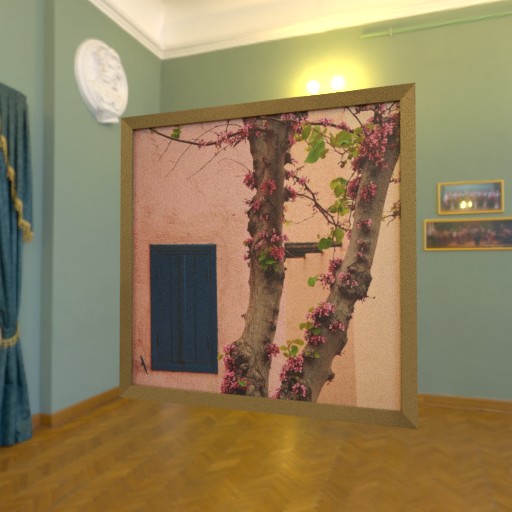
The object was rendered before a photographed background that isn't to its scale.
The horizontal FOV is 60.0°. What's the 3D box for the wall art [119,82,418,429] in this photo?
[{"bbox_3d":[0.000,0.000,0.746,0.507,0.508,0.038,0,-1,18],"label":"wall art"}]
